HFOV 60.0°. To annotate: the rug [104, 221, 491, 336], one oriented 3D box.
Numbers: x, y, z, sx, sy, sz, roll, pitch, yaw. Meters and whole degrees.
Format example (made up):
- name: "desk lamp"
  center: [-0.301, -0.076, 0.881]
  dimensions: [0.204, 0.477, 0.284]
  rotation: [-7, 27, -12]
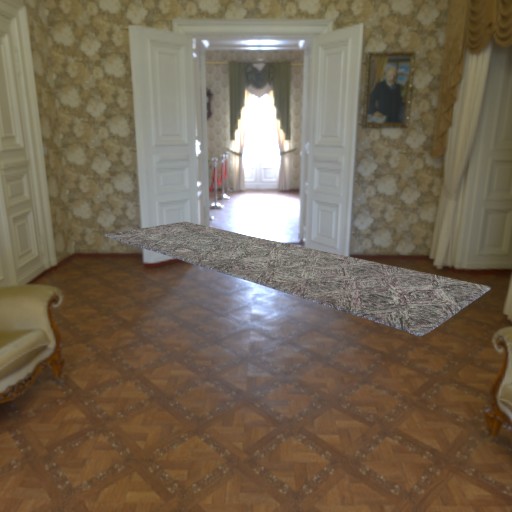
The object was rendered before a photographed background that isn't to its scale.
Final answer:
- name: "rug"
  center: [0.000, 0.000, 2.544]
  dimensions: [2.305, 0.013, 0.719]
  rotation: [14, 21, 43]
